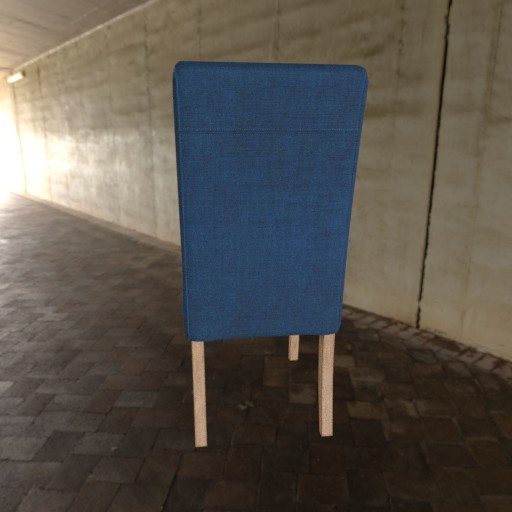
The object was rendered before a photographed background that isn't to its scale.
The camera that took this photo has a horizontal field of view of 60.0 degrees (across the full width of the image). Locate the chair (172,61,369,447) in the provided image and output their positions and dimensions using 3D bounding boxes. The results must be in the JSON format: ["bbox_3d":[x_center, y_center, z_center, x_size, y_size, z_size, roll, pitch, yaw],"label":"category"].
[{"bbox_3d":[0.000,0.000,1.378,0.450,1.029,0.610,-2,15,-7],"label":"chair"}]
